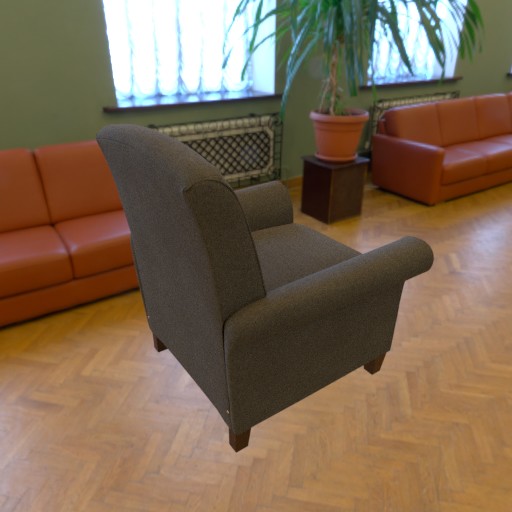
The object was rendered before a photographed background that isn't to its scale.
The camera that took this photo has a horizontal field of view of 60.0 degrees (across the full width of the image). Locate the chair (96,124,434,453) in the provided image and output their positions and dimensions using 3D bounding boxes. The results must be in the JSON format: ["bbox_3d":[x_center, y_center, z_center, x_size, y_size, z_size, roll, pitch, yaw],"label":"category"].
[{"bbox_3d":[0.000,0.000,1.743,0.905,1.061,0.978,-17,32,-31],"label":"chair"}]
